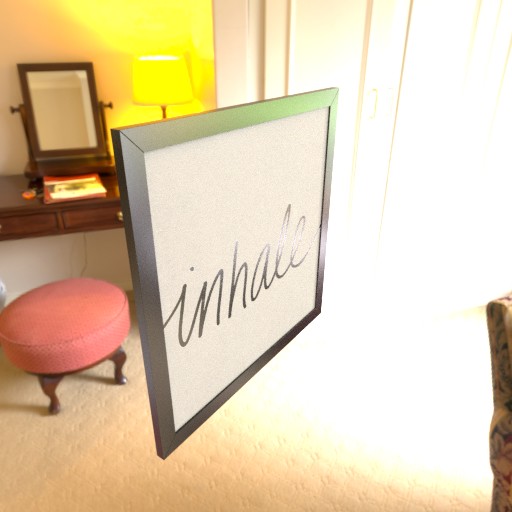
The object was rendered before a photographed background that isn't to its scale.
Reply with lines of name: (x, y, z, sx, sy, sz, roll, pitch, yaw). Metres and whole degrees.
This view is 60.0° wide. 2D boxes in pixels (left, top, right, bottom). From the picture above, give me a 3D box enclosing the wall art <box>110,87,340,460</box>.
wall art: (0.000, 0.000, 0.673, 0.014, 0.445, 0.446, 18, 32, 32)
